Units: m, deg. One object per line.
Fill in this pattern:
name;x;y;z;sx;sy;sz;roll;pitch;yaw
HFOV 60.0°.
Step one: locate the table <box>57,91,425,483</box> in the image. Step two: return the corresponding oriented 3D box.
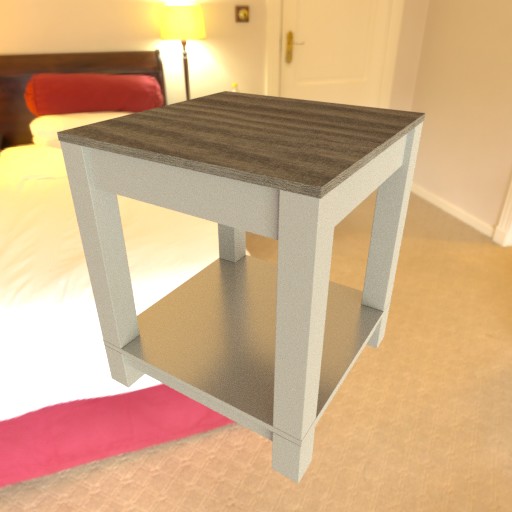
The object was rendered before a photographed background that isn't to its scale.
table;0.000;0.000;0.988;0.506;0.587;0.504;17;34;28
